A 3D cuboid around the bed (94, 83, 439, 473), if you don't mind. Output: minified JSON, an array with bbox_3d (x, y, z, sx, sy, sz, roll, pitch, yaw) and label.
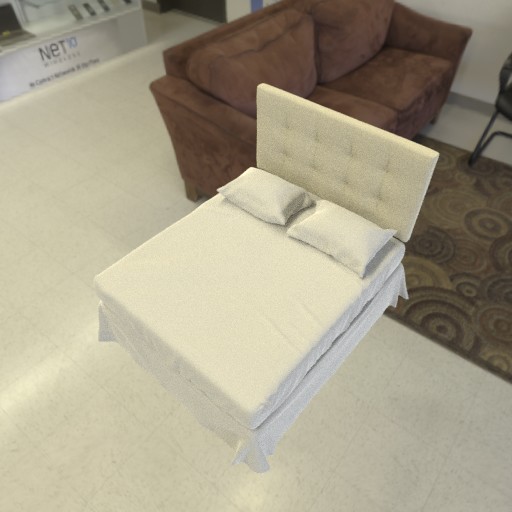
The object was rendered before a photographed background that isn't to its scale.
[{"bbox_3d":[0.000,0.000,3.471,1.936,1.577,2.222,32,55,27],"label":"bed"}]
